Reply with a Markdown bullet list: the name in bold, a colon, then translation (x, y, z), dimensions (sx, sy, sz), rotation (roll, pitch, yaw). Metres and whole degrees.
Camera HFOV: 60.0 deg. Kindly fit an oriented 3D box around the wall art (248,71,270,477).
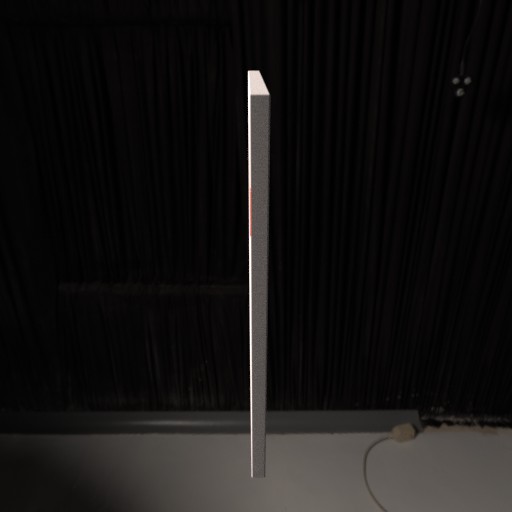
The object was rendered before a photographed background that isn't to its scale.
- **wall art**: translation (0.000, 0.000, 1.642), dimensions (0.046, 1.221, 0.914), rotation (0, 26, -1)
